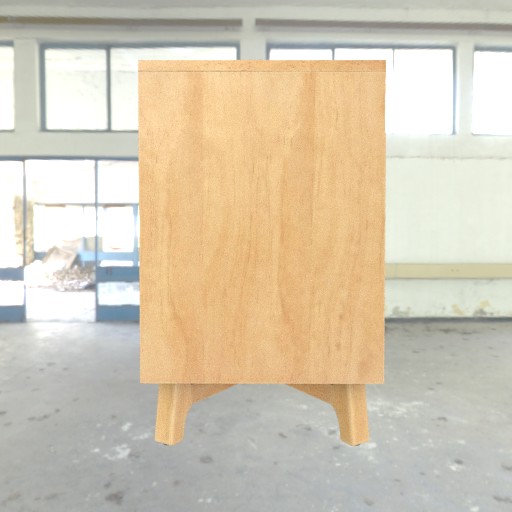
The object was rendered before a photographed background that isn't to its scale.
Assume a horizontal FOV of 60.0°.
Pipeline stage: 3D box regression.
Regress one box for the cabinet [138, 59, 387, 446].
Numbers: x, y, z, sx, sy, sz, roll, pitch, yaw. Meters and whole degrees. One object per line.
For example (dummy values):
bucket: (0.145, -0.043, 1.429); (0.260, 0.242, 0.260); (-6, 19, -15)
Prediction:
cabinet: (0.000, 0.000, 0.944); (0.394, 0.599, 0.551); (0, 1, 0)
